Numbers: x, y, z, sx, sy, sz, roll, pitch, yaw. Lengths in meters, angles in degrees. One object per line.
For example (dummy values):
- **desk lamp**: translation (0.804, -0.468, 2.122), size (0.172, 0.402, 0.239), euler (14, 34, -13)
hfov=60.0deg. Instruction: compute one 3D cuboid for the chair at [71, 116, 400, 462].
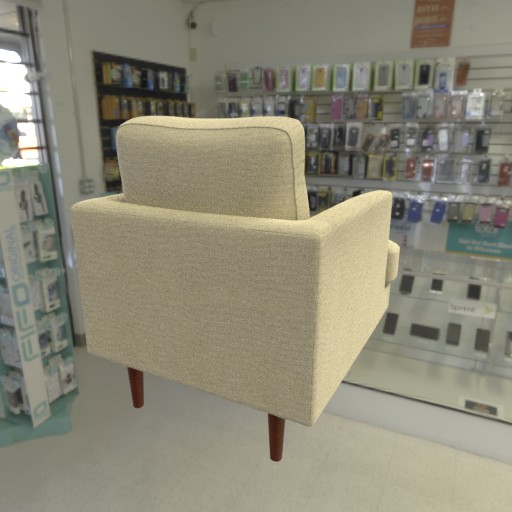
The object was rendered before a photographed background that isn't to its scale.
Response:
- **chair**: translation (0.000, 0.000, 1.599), size (0.858, 0.957, 0.899), euler (9, 19, 27)
